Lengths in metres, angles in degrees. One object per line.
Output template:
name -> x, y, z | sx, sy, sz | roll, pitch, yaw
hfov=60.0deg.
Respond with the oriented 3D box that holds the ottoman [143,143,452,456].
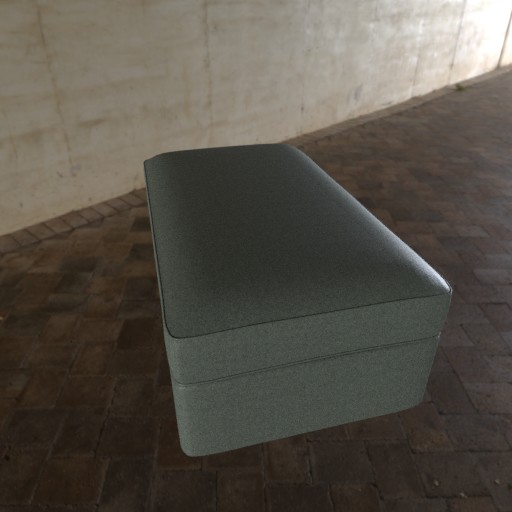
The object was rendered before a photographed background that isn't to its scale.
ottoman -> 0.000, 0.000, 1.538 | 0.681, 0.494, 1.173 | -8, 32, -13
